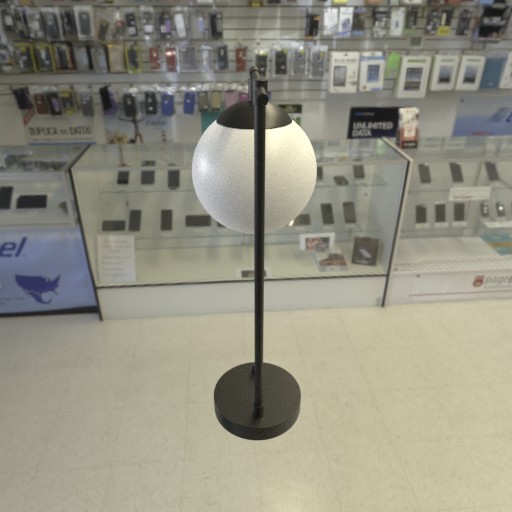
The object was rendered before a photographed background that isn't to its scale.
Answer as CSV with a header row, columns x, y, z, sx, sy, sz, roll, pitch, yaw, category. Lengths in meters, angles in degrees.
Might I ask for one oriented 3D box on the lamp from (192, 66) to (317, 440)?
x,y,z,sx,sy,sz,roll,pitch,yaw,category
0.000,0.000,0.712,0.197,0.559,0.316,-1,29,-2,lamp
